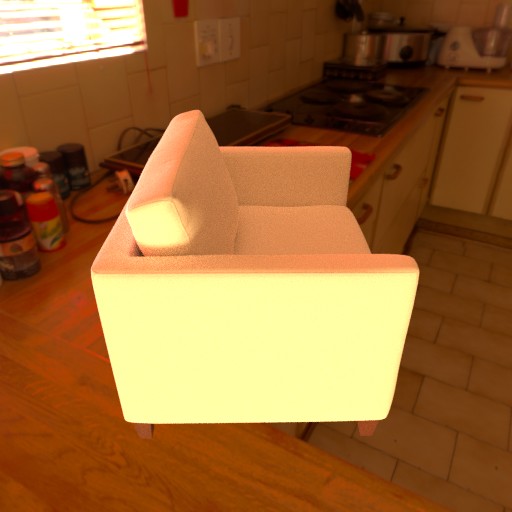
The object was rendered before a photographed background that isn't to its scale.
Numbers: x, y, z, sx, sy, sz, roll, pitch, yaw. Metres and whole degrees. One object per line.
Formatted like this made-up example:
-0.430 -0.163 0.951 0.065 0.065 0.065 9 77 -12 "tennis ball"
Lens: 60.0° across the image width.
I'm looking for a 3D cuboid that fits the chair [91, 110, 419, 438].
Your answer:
0.000 0.000 1.660 0.878 0.885 1.019 0 32 -1 "chair"
